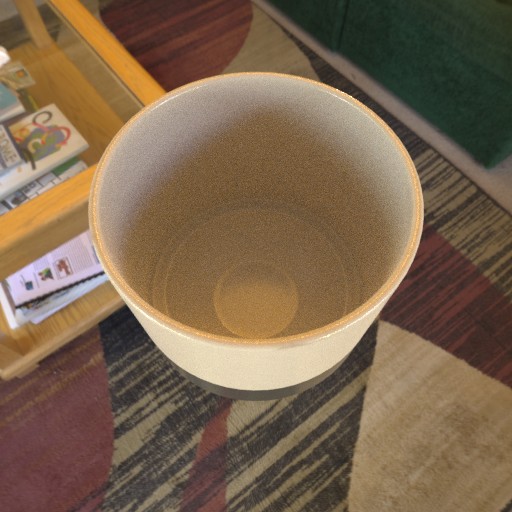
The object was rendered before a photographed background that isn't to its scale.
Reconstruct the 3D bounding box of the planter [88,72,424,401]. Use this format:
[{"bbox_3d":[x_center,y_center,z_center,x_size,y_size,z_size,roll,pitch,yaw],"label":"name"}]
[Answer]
[{"bbox_3d":[0.000,0.000,0.335,0.193,0.177,0.193,0,63,0],"label":"planter"}]
